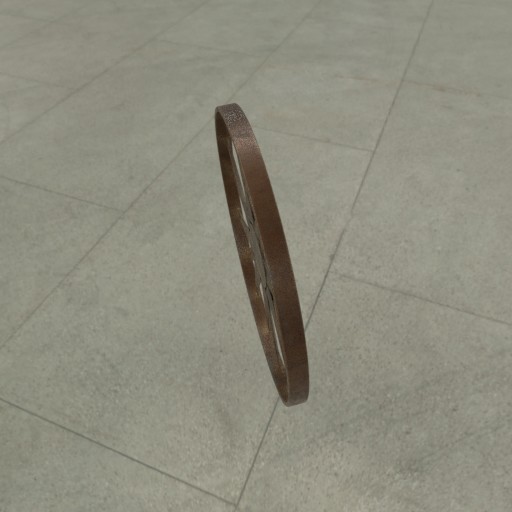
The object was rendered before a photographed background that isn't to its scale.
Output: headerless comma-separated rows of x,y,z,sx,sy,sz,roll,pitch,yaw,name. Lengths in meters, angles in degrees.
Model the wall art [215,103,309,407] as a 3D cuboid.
0.000,0.000,0.886,0.084,0.583,0.582,-10,47,-9,wall art
